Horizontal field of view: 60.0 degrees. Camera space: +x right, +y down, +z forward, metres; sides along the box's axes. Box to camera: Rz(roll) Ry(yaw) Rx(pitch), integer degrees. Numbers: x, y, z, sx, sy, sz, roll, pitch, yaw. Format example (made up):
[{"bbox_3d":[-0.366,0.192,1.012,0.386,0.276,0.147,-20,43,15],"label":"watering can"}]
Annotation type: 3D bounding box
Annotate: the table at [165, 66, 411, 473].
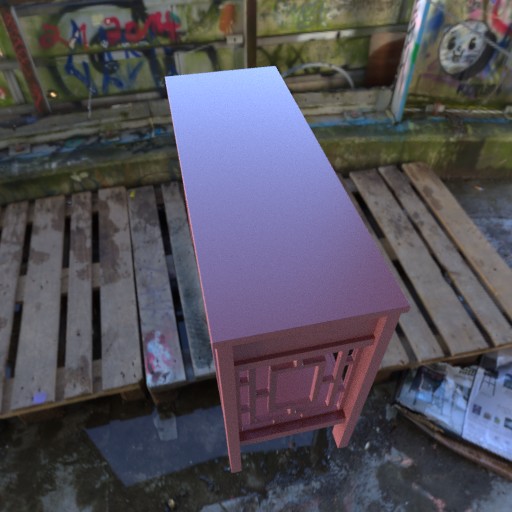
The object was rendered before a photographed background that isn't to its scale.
[{"bbox_3d":[0.000,0.000,1.452,0.397,0.753,1.068,-9,48,-8],"label":"table"}]
